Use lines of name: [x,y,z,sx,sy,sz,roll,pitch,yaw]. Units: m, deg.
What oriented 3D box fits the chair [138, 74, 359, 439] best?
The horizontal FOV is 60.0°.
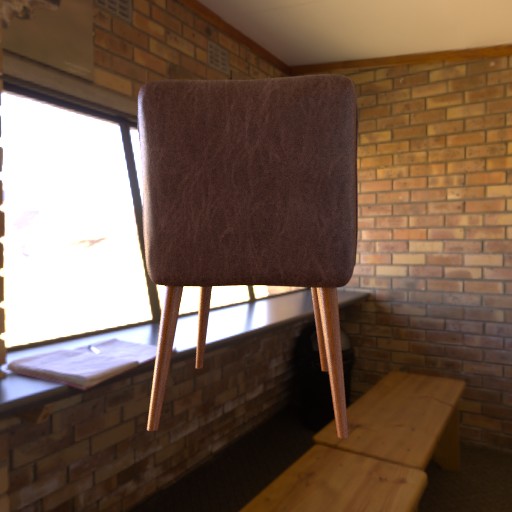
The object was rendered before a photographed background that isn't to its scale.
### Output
chair: [0.000,0.000,1.263,0.543,0.803,0.645,0,2,1]
